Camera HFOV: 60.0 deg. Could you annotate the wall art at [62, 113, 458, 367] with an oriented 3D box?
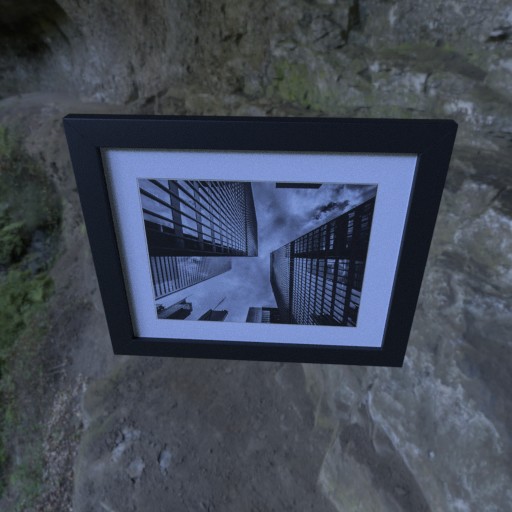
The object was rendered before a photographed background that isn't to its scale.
[{"bbox_3d":[0.000,0.000,0.747,0.558,0.457,0.031,2,31,3],"label":"wall art"}]
